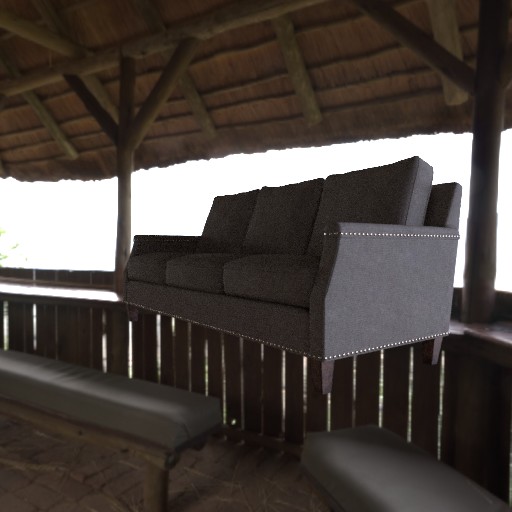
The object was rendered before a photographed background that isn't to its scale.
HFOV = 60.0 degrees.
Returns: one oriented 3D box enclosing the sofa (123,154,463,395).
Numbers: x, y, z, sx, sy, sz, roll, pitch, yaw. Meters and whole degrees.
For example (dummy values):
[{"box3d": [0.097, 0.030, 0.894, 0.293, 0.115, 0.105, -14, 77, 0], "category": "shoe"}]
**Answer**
[{"box3d": [0.000, 0.000, 2.853, 1.034, 1.042, 2.226, -1, 2, -36], "category": "sofa"}]
